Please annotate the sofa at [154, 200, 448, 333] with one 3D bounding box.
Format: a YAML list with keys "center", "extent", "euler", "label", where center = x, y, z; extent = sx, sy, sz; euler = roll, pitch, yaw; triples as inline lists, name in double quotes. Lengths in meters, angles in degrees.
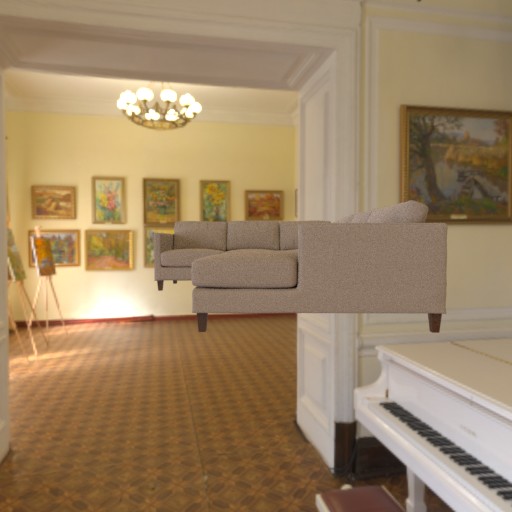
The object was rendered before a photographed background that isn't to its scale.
- center: [0.000, 0.000, 4.462]
  extent: [2.424, 0.865, 3.438]
  euler: [0, 2, 1]
  label: "sofa"
